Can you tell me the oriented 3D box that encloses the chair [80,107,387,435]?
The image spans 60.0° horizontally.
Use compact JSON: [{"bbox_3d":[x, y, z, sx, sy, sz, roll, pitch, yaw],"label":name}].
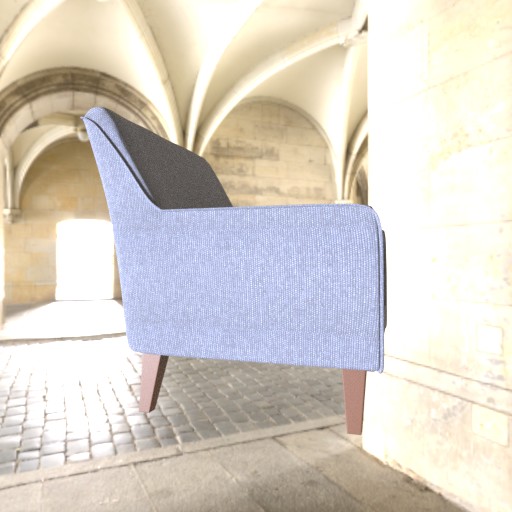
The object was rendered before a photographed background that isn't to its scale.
[{"bbox_3d":[0.000,0.000,1.581,0.899,0.919,0.780,0,0,18],"label":"chair"}]
